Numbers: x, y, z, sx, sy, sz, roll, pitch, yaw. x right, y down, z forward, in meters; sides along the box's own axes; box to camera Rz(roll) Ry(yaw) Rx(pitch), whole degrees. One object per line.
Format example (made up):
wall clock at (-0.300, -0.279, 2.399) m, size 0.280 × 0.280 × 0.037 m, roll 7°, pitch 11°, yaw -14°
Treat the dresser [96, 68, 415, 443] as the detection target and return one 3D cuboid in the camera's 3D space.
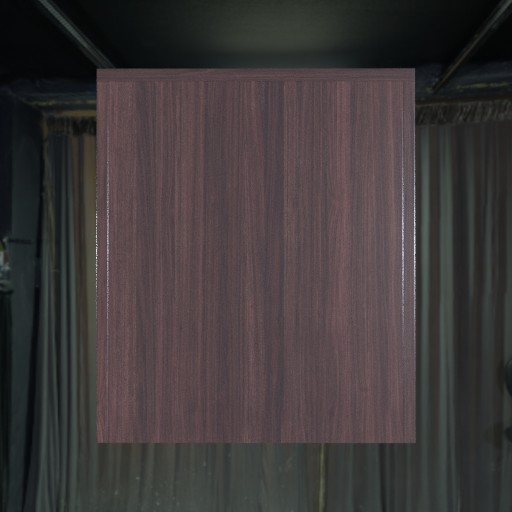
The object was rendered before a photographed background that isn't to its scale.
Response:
dresser at (0.000, 0.000, 0.736) m, size 0.400 × 0.470 × 0.360 m, roll 0°, pitch 0°, yaw 0°
